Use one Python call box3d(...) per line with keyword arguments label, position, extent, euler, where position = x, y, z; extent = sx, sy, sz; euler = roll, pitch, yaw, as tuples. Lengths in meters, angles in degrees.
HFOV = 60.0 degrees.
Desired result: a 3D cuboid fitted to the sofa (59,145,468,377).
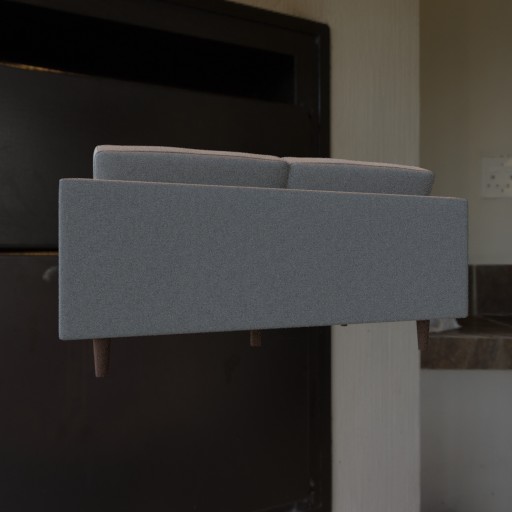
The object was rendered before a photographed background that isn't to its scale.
box3d(label="sofa", position=(0.000, 0.000, 2.235), extent=(1.731, 0.900, 1.000), euler=(0, 0, -18))
